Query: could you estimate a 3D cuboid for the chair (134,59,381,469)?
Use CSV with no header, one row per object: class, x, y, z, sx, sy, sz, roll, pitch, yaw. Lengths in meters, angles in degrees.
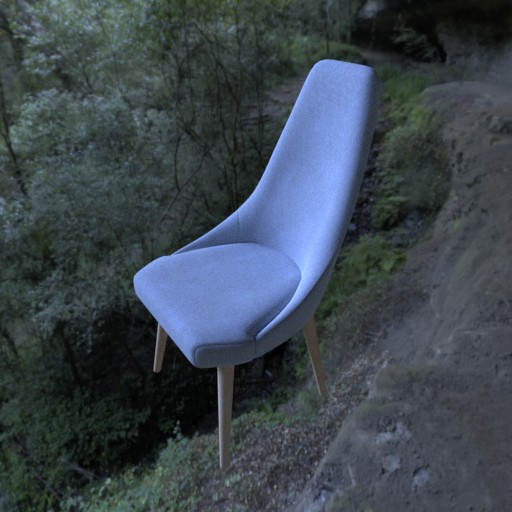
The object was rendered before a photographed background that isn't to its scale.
chair,0.000,0.000,1.352,0.660,1.040,0.510,-21,38,-30
